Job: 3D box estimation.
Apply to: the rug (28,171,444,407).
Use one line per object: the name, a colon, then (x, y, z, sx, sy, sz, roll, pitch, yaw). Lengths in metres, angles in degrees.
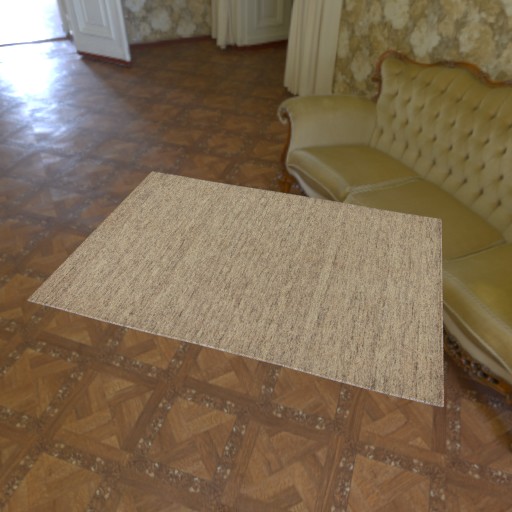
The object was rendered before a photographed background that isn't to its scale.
rug: (0.000, 0.000, 2.852, 2.283, 0.013, 1.547, 11, 42, 13)
